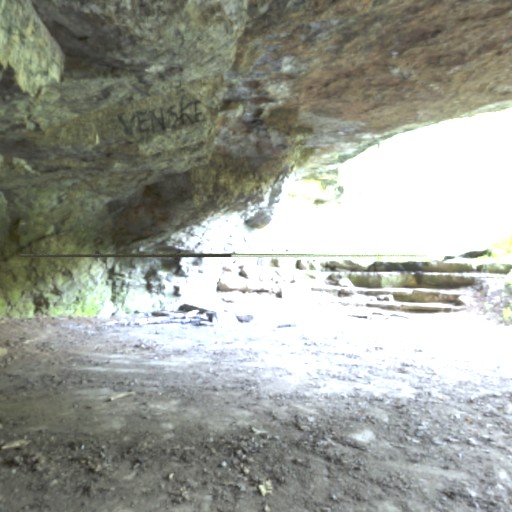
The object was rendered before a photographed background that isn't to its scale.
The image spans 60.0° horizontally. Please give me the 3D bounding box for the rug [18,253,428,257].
[{"bbox_3d":[0.000,0.000,2.278,1.206,0.012,1.824,0,0,37],"label":"rug"}]
